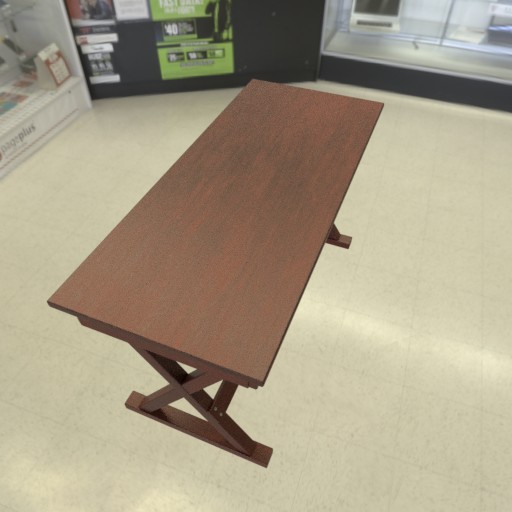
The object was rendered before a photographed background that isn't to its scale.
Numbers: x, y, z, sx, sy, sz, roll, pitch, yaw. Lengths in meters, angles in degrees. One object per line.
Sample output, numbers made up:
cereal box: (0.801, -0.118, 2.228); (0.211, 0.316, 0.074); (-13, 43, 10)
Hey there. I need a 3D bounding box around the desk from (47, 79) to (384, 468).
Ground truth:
desk: (0.000, 0.000, 1.768); (0.600, 0.761, 1.372); (17, 49, 15)
